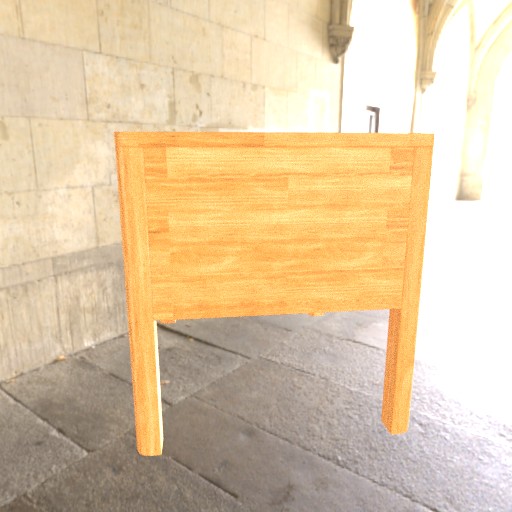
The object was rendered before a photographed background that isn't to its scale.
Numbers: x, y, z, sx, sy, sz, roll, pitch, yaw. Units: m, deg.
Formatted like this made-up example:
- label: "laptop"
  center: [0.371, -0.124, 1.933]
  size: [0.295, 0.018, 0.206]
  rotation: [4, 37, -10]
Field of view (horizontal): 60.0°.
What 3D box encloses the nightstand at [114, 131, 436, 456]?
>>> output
- label: "nightstand"
  center: [0.000, 0.000, 0.906]
  size: [0.440, 0.470, 0.560]
  rotation: [-2, 14, -7]
